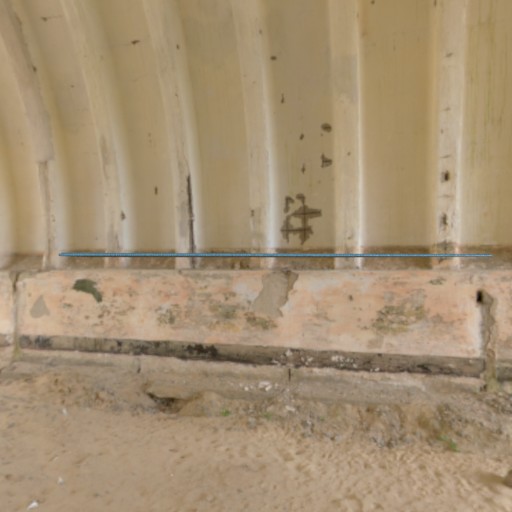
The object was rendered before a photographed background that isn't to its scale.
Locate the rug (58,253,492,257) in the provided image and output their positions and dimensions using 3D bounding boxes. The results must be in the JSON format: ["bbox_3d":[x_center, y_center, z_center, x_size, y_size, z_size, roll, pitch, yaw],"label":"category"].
[{"bbox_3d":[0.000,0.000,3.948,2.964,0.018,2.350,0,0,-17],"label":"rug"}]
